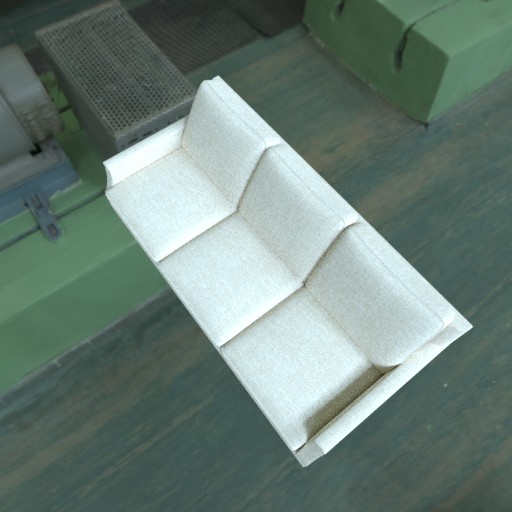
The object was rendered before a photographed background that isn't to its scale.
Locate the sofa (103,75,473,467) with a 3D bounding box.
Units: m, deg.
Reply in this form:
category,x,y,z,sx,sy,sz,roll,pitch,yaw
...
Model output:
category,x,y,z,sx,sy,sz,roll,pitch,yaw
sofa,0.000,0.000,2.756,1.041,0.940,2.210,-34,69,-16
